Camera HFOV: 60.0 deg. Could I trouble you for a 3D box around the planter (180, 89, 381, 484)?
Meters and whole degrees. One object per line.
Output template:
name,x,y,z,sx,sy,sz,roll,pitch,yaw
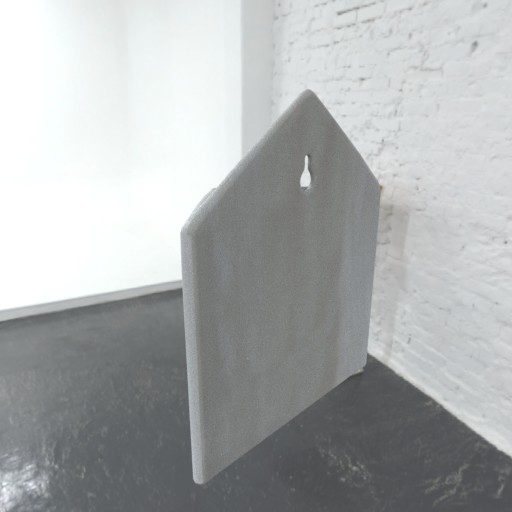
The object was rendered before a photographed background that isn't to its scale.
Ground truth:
planter,0.000,0.000,0.277,0.080,0.194,0.163,17,25,42
